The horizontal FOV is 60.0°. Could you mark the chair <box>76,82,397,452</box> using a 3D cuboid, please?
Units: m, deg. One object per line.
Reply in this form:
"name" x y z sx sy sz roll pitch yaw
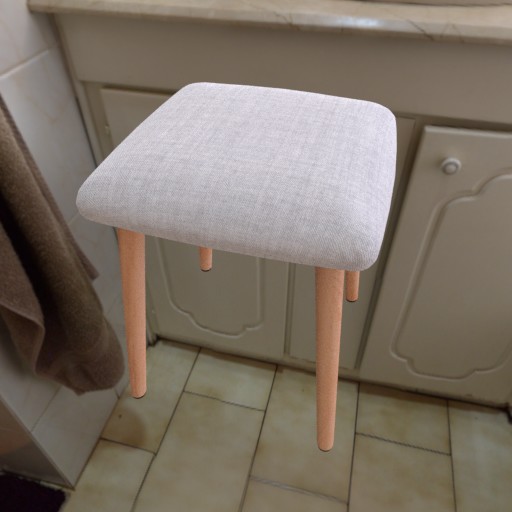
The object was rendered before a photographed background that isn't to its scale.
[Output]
"chair" 0.000 0.000 0.690 0.350 0.440 0.350 11 44 12
